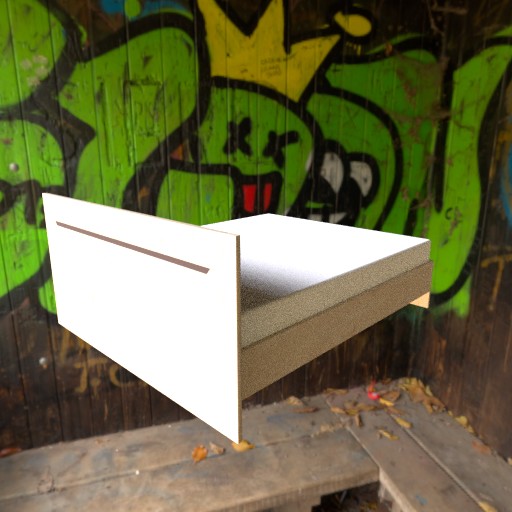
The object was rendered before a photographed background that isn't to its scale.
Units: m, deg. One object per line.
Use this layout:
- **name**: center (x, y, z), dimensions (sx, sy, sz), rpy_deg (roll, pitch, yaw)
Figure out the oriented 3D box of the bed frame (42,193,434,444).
- **bed frame**: center (0.000, 0.000, 3.077), dimensions (1.800, 0.900, 2.080), rpy_deg (14, 21, 42)
